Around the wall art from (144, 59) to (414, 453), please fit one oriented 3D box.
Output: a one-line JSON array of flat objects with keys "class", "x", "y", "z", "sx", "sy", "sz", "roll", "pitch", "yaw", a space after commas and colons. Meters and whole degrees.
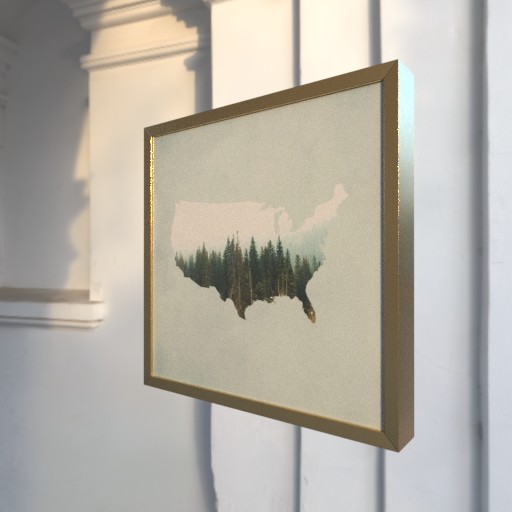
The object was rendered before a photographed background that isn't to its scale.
[{"class": "wall art", "x": 0.000, "y": 0.000, "z": 0.449, "sx": 0.304, "sy": 0.304, "sz": 0.038, "roll": 0, "pitch": 0, "yaw": 37}]
